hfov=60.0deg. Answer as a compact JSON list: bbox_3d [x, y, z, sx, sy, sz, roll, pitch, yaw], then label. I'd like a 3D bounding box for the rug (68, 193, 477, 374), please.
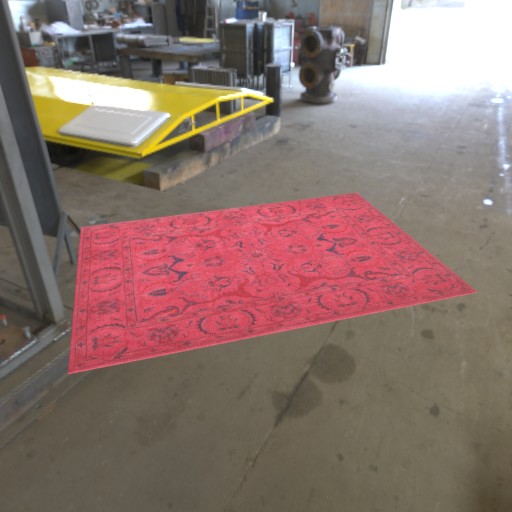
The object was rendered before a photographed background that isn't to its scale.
[{"bbox_3d":[0.000,0.000,2.358,1.814,0.008,1.209,-9,33,-14],"label":"rug"}]
